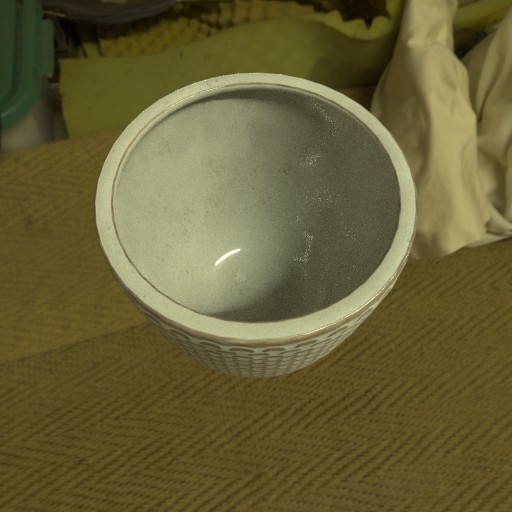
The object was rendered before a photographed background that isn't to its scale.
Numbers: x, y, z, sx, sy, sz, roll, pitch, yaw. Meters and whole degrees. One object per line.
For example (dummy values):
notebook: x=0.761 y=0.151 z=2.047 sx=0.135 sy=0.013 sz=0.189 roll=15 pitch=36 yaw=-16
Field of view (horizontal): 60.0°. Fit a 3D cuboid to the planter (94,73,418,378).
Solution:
planter: x=0.000 y=0.000 z=0.351 sx=0.197 sy=0.191 sz=0.197 roll=0 pitch=63 yaw=0
